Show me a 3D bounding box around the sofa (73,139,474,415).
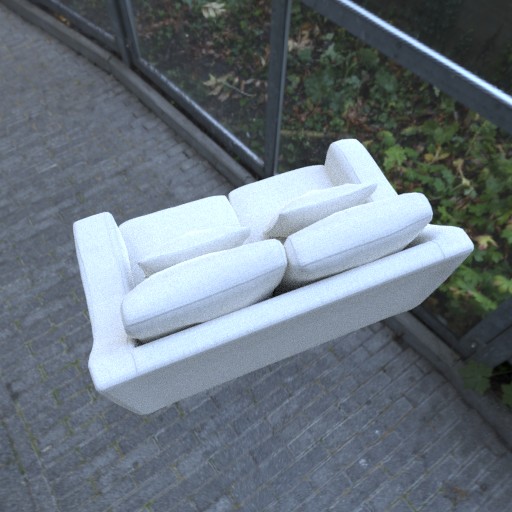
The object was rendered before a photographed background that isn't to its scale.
[{"bbox_3d":[0.000,0.000,2.339,1.744,1.047,1.040,-19,61,-11],"label":"sofa"}]
